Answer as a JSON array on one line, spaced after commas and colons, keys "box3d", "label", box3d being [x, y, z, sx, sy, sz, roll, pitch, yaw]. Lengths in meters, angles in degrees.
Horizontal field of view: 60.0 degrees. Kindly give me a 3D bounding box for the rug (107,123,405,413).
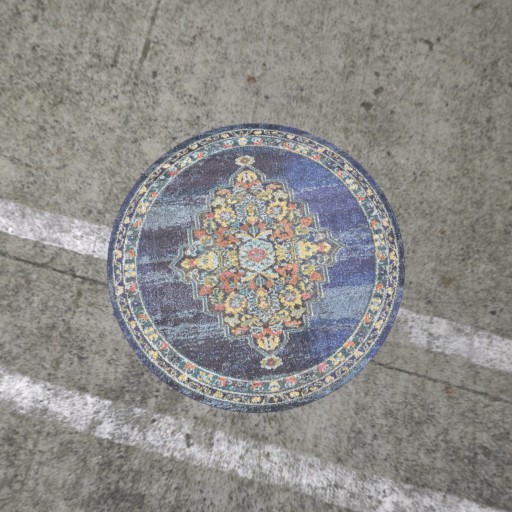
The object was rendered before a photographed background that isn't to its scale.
[{"box3d": [0.000, 0.000, 2.373, 1.591, 0.010, 1.591, 0, 76, 0], "label": "rug"}]
